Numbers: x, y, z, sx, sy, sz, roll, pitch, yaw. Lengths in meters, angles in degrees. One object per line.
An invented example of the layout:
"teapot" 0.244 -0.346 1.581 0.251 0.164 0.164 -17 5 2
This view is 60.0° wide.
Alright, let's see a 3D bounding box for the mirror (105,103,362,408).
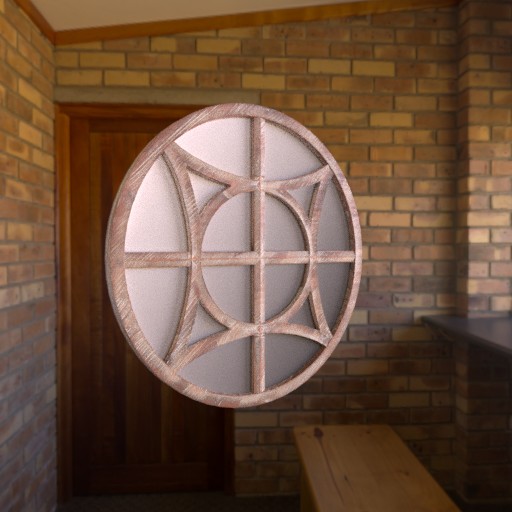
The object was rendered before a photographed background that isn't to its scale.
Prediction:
"mirror" 0.000 0.000 1.069 0.710 0.710 0.038 -1 1 -35
